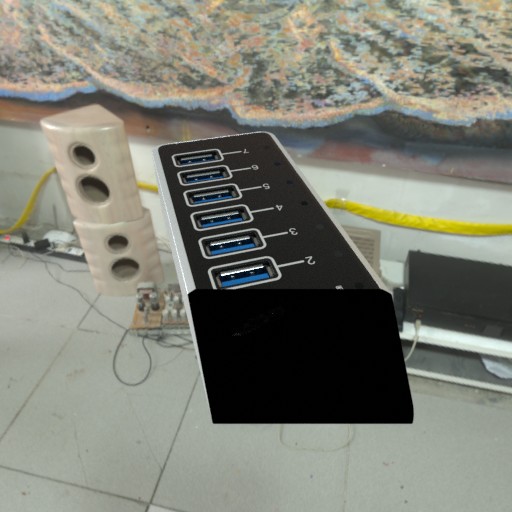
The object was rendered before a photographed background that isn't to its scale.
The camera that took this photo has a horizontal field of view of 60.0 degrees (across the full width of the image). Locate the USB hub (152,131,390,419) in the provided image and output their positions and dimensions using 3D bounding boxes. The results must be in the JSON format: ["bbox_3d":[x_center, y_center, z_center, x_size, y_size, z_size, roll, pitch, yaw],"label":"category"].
[{"bbox_3d":[0.000,0.000,0.126,0.044,0.023,0.110,-11,42,-12],"label":"USB hub"}]
